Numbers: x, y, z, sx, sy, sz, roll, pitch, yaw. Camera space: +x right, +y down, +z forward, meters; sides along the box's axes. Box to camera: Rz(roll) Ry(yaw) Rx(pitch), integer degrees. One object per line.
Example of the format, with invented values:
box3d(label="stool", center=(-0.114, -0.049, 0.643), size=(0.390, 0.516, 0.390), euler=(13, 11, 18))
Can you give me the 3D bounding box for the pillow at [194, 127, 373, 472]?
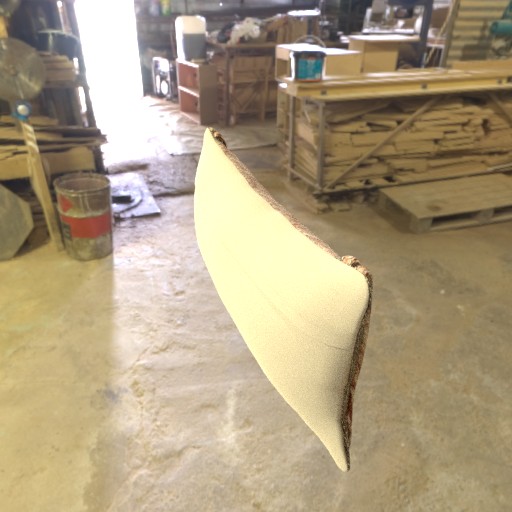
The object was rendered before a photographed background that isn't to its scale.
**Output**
box3d(label="pillow", center=(0.000, 0.000, 0.730), size=(0.139, 0.282, 0.635), euler=(-10, 32, -17))
